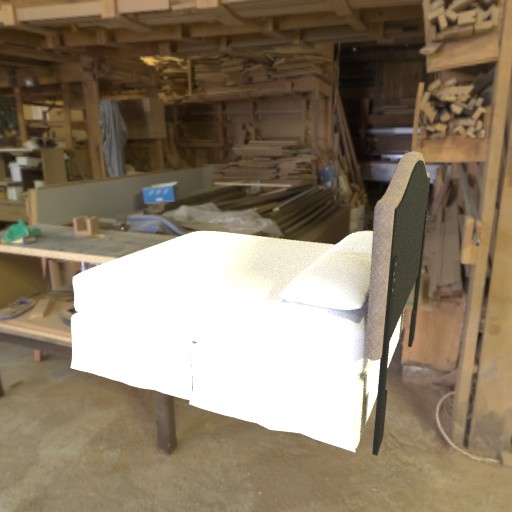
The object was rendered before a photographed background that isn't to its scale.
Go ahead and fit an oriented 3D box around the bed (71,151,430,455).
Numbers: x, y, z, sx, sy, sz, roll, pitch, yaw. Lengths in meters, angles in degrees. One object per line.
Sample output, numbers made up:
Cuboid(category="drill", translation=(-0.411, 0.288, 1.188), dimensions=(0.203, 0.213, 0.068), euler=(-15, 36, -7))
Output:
Cuboid(category="bed", translation=(0.000, 0.000, 3.223), dimensions=(2.153, 1.518, 1.713), euler=(8, 17, 25))
